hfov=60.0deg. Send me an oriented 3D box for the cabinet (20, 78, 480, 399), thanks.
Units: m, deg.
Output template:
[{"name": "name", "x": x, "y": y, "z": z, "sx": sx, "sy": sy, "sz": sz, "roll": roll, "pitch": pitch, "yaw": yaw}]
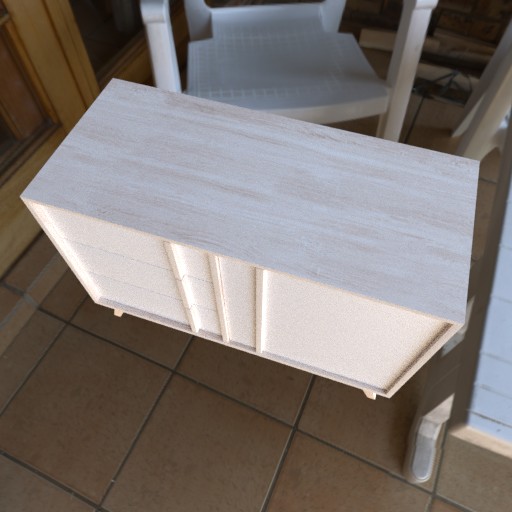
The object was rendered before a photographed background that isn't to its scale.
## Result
[{"name": "cabinet", "x": 0.000, "y": 0.000, "z": 1.499, "sx": 1.110, "sy": 0.780, "sz": 0.500, "roll": 16, "pitch": 60, "yaw": 10}]
